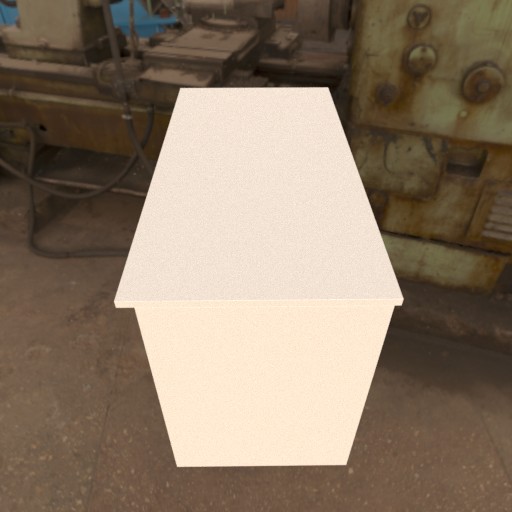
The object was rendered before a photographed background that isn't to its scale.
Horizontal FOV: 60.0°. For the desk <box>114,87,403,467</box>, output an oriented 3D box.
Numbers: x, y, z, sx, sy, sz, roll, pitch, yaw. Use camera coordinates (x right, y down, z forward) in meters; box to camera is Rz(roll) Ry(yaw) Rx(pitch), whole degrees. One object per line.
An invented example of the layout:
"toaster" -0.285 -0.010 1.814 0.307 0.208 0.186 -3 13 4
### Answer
"desk" 0.000 0.000 1.511 0.560 0.735 1.097 0 41 0
